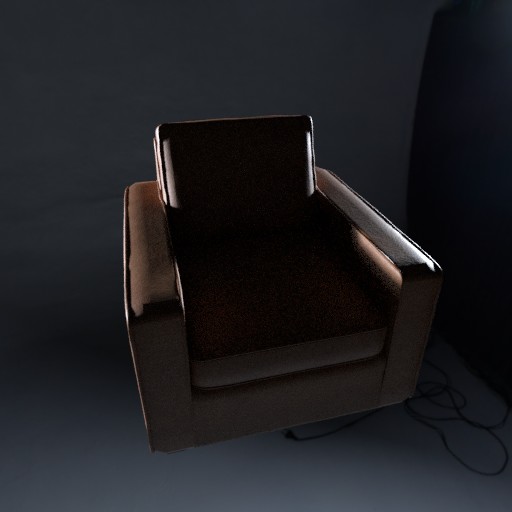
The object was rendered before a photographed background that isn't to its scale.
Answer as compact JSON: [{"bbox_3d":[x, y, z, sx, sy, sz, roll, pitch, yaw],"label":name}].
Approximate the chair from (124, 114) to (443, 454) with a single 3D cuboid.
[{"bbox_3d":[0.000,0.000,1.707,0.987,0.901,1.027,-9,32,-15],"label":"chair"}]
